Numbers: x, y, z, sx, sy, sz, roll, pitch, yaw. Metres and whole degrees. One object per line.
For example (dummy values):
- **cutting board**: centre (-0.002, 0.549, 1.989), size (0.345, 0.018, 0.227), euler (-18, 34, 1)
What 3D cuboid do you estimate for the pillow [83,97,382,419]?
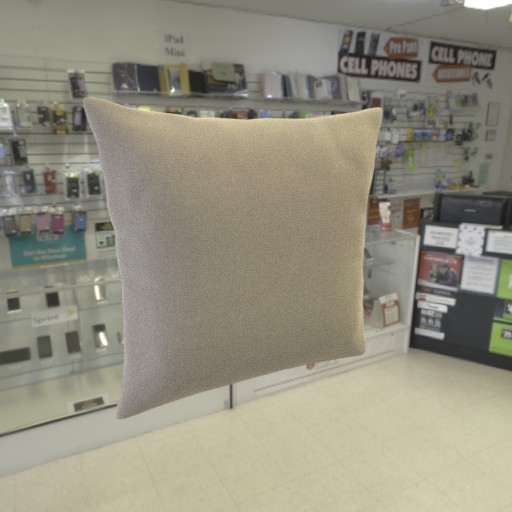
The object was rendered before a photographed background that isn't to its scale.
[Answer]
- **pillow**: centre (0.000, 0.000, 0.780), size (0.523, 0.510, 0.166), euler (-7, 17, -25)
